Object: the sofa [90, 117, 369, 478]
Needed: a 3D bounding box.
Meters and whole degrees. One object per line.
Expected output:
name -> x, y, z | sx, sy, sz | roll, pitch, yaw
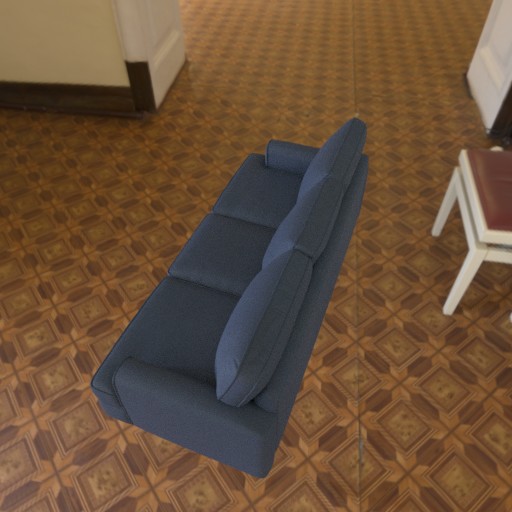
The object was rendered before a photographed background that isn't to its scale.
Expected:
sofa -> 0.000, 0.000, 2.685 | 0.951, 0.965, 2.158 | 16, 49, 14
